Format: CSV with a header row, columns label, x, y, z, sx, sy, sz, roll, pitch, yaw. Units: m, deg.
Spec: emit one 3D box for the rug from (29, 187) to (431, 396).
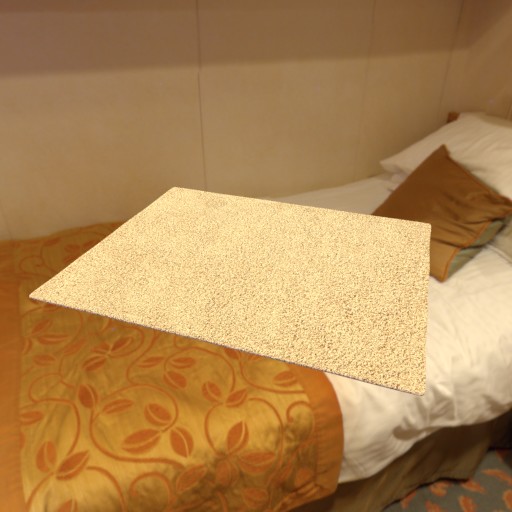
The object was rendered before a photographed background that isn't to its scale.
label,x,y,z,sx,sy,sz,roll,pitch,yaw
rug,0.000,0.000,4.117,3.047,0.029,2.438,10,33,17
